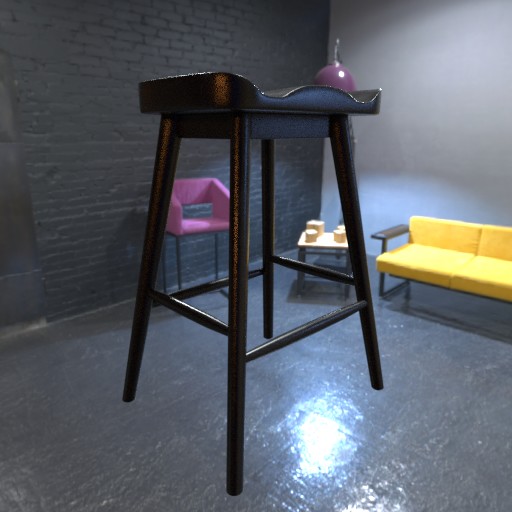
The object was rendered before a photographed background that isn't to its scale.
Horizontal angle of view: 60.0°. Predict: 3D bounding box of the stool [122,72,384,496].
[{"bbox_3d":[0.000,0.000,0.861,0.440,0.615,0.361,-15,22,-42],"label":"stool"}]
